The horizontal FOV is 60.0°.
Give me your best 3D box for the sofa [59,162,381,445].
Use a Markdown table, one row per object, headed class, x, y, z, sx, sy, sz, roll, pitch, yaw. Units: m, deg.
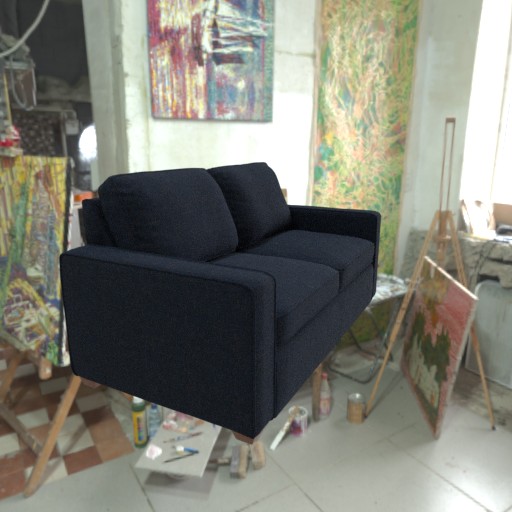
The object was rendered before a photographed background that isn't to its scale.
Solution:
| class | x | y | z | sx | sy | sz | roll | pitch | yaw |
| --- | --- | --- | --- | --- | --- | --- | --- | --- | --- |
| sofa | 0.000 | 0.000 | 2.337 | 0.947 | 0.918 | 1.709 | 8 | 17 | 27 |
